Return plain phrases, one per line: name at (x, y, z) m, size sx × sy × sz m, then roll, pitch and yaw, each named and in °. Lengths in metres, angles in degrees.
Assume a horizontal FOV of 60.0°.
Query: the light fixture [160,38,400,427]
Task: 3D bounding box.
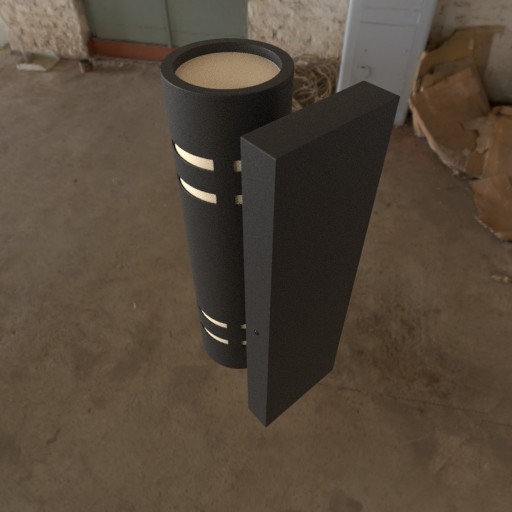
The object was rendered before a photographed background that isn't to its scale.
light fixture at (0.000, 0.000, 0.404) m, size 0.105 × 0.330 × 0.149 m, roll -32°, pitch 54°, yaw -27°
